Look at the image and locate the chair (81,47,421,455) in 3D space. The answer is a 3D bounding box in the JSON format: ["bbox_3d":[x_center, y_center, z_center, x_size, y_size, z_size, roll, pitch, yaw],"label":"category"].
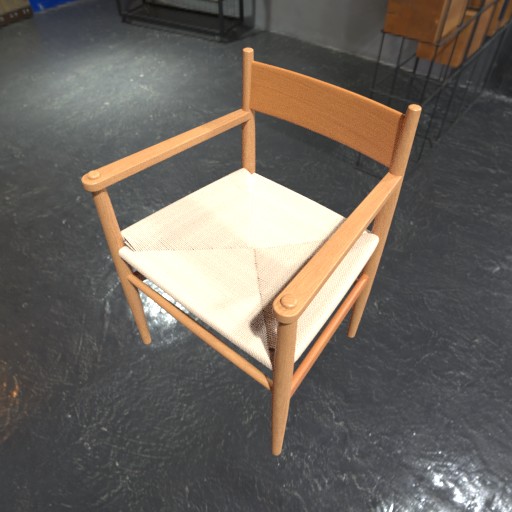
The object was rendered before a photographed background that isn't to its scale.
[{"bbox_3d":[0.000,0.000,1.101,0.556,0.762,0.495,32,54,27],"label":"chair"}]
